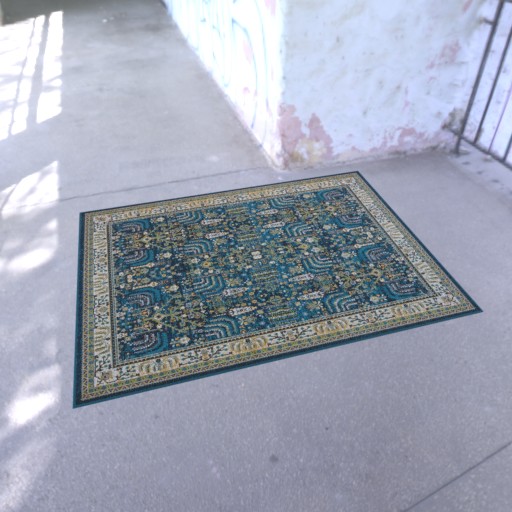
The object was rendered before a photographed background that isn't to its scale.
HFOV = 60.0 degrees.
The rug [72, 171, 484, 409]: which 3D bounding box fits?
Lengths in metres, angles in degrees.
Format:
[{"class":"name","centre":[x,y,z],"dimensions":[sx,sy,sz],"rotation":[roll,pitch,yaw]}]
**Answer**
[{"class":"rug","centre":[0.000,0.000,3.934],"dimensions":[3.044,0.015,2.226],"rotation":[-10,42,-12]}]
